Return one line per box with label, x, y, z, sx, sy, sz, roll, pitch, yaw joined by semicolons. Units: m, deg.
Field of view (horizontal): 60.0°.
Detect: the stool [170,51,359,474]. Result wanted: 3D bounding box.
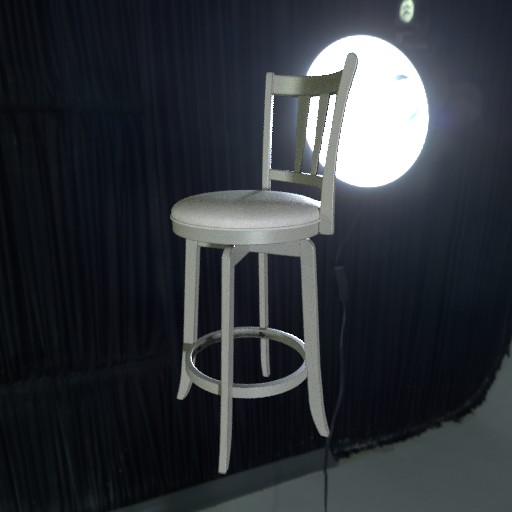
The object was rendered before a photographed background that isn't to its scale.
stool;0.000;0.000;1.276;0.475;1.042;0.436;-8;17;-25
